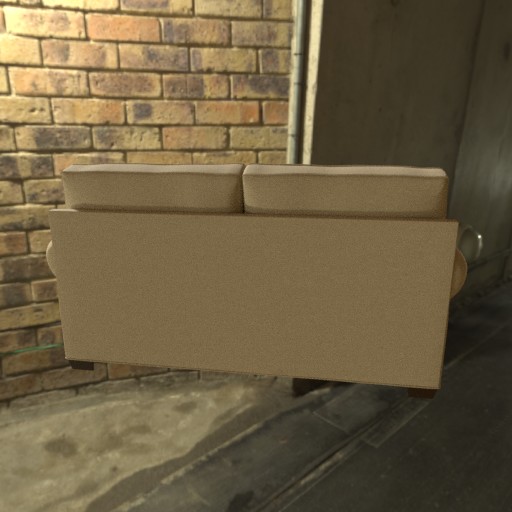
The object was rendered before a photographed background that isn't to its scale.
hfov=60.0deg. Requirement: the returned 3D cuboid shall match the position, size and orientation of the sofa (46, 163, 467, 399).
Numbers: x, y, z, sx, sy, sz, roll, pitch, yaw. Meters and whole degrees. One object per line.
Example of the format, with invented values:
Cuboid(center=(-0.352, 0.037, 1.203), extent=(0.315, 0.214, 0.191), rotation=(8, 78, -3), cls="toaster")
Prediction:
Cuboid(center=(0.000, 0.000, 2.193), extent=(1.774, 0.933, 0.861), rotation=(2, 15, 8), cls="sofa")
